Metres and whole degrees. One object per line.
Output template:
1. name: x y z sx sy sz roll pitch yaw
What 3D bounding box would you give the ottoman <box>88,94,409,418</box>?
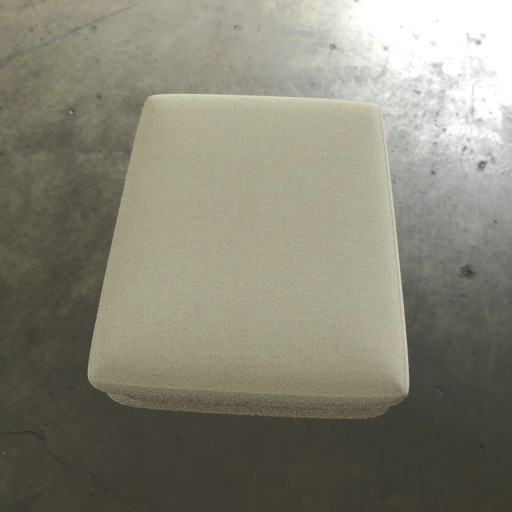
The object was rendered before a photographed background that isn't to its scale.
1. ottoman: 0.000 0.000 1.185 0.657 0.453 0.794 2 64 1
